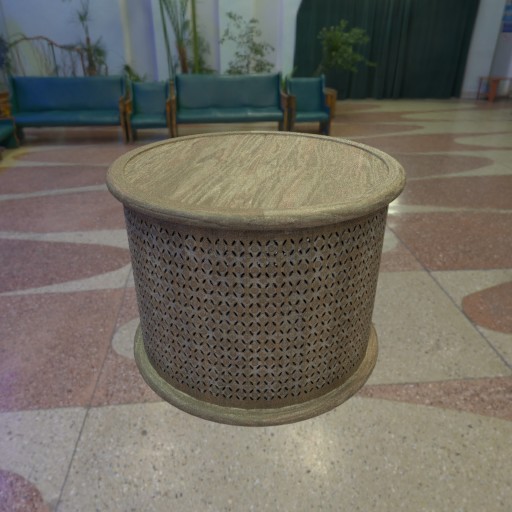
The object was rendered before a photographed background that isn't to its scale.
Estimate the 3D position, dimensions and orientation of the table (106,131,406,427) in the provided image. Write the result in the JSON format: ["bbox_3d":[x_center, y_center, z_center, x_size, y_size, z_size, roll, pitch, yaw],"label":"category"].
[{"bbox_3d":[0.000,0.000,1.032,0.607,0.450,0.607,0,28,0],"label":"table"}]
